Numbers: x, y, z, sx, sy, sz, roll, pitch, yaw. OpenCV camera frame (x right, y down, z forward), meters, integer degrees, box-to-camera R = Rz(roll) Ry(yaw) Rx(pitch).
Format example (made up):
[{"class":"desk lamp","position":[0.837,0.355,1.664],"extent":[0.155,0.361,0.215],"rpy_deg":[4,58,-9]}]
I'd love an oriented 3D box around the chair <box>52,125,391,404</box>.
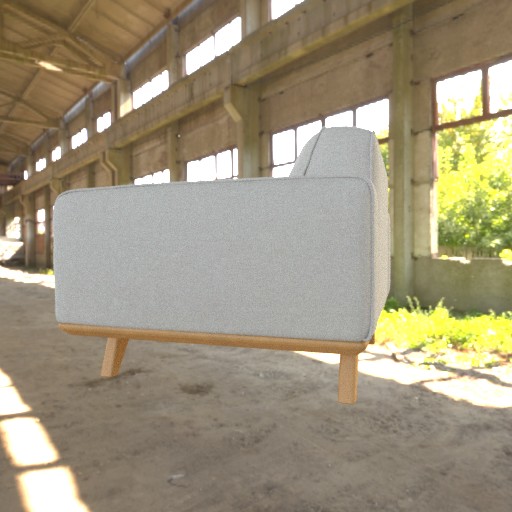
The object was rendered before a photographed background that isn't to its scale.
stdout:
[{"class":"chair","position":[0.000,0.000,1.691],"extent":[0.953,0.779,1.115],"rpy_deg":[0,1,19]}]
